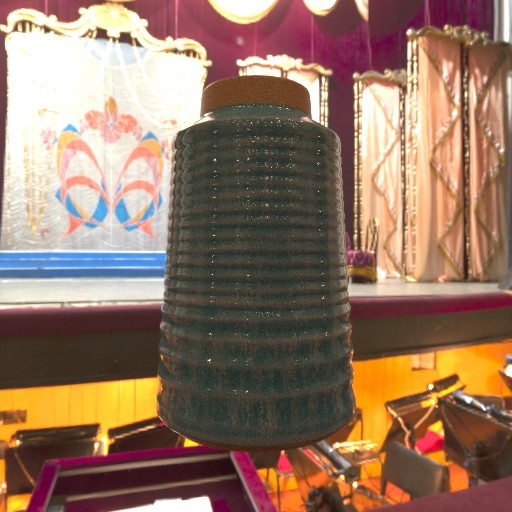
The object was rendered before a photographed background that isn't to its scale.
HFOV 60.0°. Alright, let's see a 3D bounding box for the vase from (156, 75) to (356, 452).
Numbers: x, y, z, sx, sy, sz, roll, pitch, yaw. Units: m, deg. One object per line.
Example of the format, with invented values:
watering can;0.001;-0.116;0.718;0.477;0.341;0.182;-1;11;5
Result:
vase;0.000;0.000;0.370;0.163;0.267;0.163;0;0;0
